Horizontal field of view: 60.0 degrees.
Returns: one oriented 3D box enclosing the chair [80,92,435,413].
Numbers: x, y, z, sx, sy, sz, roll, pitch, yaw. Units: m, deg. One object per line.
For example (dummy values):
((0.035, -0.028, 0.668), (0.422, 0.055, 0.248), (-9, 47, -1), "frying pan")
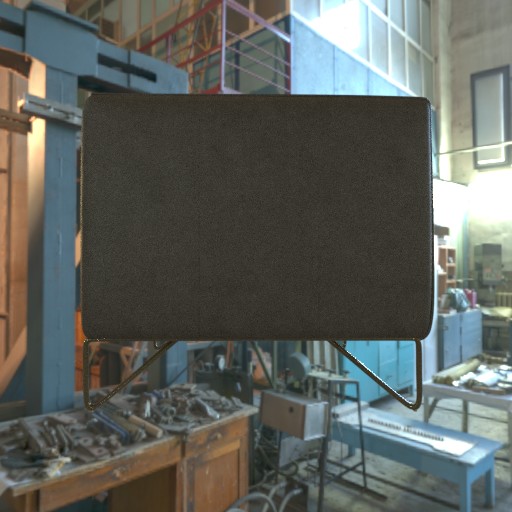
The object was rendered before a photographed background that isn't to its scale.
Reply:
((0.000, 0.000, 1.509), (0.894, 0.790, 0.880), (0, -2, -1), "chair")
